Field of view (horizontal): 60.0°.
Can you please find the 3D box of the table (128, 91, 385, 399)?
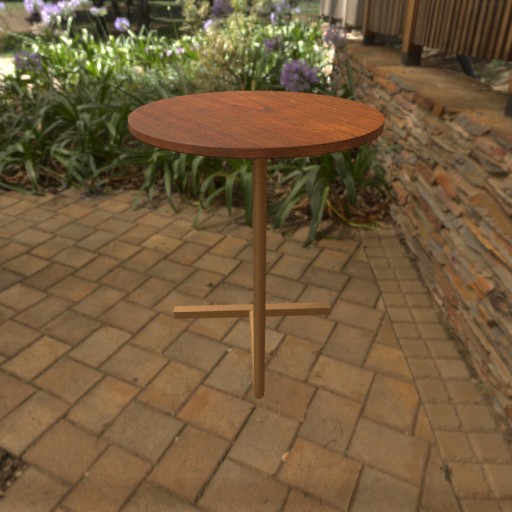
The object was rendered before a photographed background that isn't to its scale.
[{"bbox_3d":[0.000,0.000,1.120,0.530,0.706,0.577,-1,29,-2],"label":"table"}]
